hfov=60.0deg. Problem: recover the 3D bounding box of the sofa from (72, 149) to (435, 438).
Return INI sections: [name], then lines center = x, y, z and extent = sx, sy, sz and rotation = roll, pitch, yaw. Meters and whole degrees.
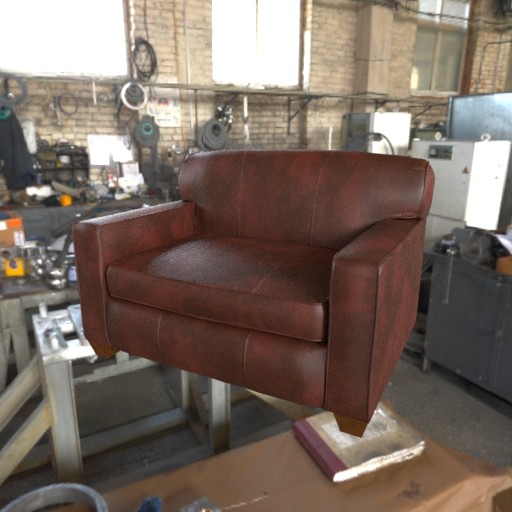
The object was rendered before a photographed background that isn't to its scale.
[sofa]
center = 0.000, 0.000, 2.087
extent = 1.413, 0.956, 1.000
rotation = 8, 17, 27
